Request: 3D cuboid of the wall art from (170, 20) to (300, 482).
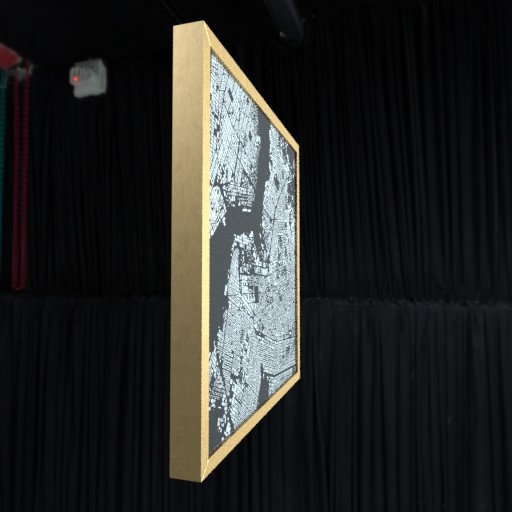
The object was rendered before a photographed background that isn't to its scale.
[{"bbox_3d":[0.000,0.000,1.856,0.095,1.284,1.284,-1,-3,18],"label":"wall art"}]
